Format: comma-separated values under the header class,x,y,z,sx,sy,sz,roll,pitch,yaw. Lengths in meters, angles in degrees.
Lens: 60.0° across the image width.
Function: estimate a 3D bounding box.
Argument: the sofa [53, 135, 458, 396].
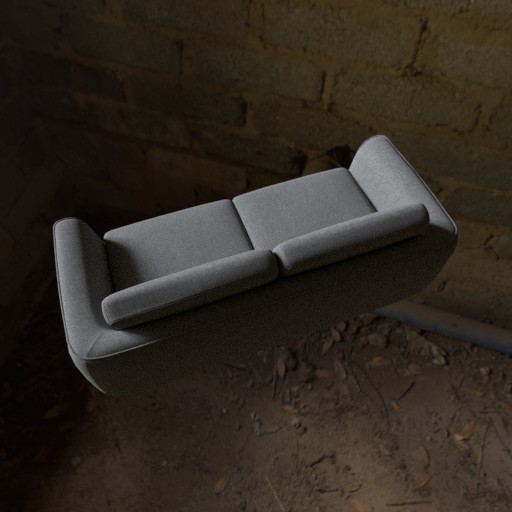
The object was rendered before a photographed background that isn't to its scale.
class,x,y,z,sx,sy,sz,roll,pitch,yaw
sofa,0.000,0.000,2.437,2.000,0.870,0.920,-17,58,-11
